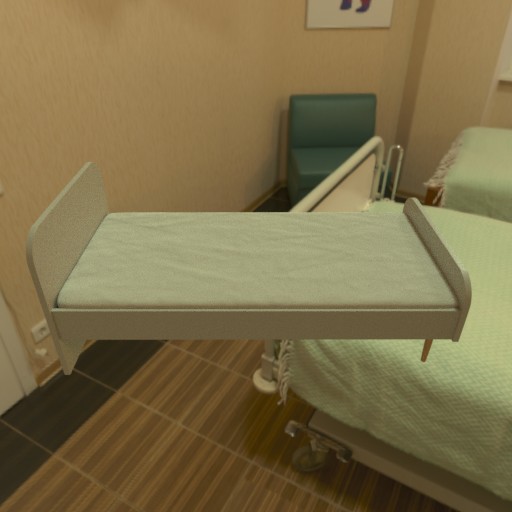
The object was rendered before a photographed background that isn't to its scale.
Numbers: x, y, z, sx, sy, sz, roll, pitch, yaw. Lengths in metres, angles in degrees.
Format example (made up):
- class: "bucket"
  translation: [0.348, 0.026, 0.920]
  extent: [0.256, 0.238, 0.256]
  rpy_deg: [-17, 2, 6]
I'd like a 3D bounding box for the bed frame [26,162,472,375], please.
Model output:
- class: "bed frame"
  translation: [0.000, 0.000, 2.472]
  extent: [1.963, 0.805, 0.998]
  rpy_deg: [0, 33, 0]
